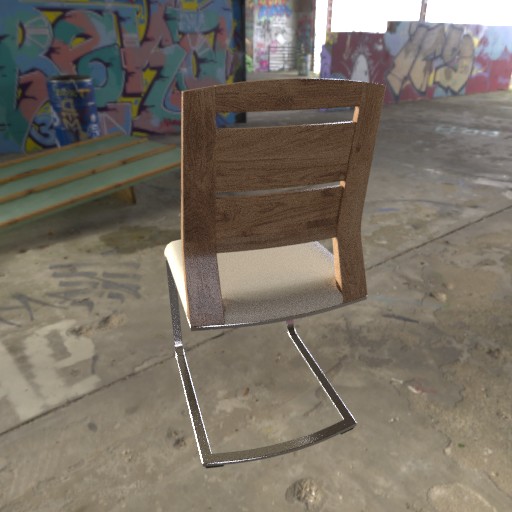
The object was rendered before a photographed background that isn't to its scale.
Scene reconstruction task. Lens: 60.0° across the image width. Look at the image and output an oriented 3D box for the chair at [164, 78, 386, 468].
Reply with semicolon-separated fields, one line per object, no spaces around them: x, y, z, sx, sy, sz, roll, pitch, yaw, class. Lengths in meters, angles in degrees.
0.000;0.000;1.238;0.457;0.955;0.561;-8;27;-16;chair
